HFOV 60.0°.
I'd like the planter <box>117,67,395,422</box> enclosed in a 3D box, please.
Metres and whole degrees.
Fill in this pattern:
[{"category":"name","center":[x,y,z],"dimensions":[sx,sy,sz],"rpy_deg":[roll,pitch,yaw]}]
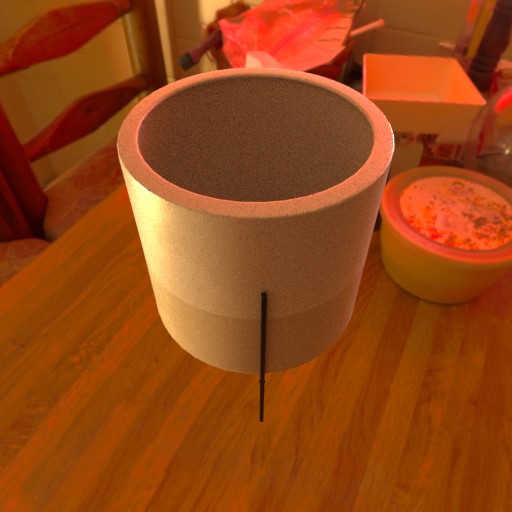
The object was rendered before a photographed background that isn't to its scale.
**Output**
[{"category":"planter","center":[0.000,0.000,0.750],"dimensions":[0.359,0.484,0.368],"rpy_deg":[-2,47,-2]}]
